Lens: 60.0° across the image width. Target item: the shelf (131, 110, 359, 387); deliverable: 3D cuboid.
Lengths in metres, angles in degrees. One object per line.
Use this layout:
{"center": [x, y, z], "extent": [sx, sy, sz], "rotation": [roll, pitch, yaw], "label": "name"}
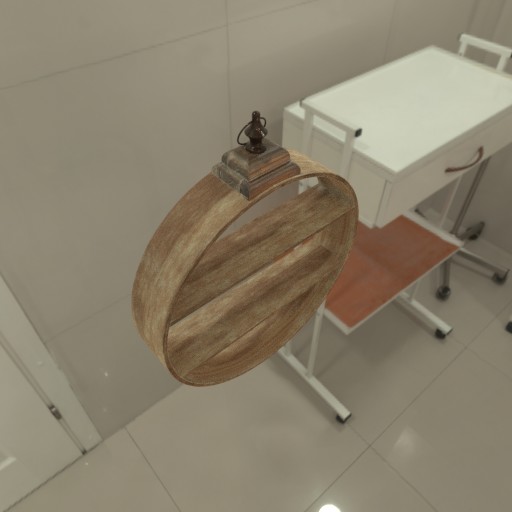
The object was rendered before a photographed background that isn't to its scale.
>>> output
{"center": [0.000, 0.000, 1.036], "extent": [0.601, 0.725, 0.125], "rotation": [-32, 53, -27], "label": "shelf"}
